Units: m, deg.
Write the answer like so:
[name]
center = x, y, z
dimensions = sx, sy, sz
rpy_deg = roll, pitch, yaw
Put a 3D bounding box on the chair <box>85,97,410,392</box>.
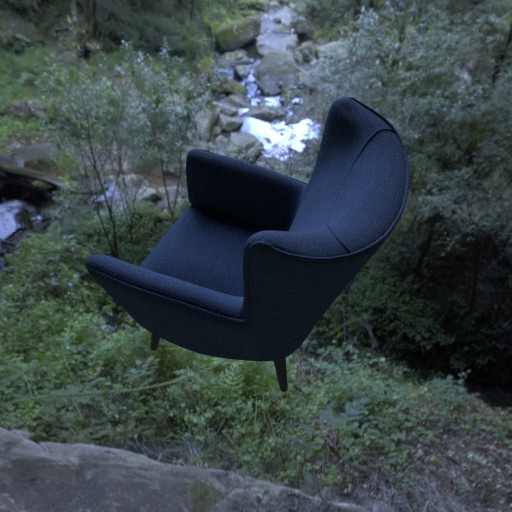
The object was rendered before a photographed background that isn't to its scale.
[chair]
center = 0.000, 0.000, 1.599
dimensions = 0.888, 0.933, 0.781
rpy_deg = 16, 48, 16
